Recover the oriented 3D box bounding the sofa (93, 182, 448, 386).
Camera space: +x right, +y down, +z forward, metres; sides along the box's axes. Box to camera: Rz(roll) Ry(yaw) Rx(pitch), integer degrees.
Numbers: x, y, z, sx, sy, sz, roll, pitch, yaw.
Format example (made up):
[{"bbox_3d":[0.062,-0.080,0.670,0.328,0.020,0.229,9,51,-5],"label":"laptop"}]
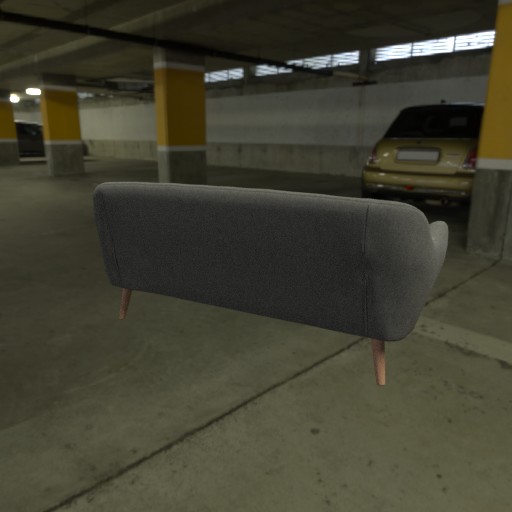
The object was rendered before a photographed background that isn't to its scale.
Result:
[{"bbox_3d":[0.000,0.000,2.375,1.840,0.820,0.820,8,17,27],"label":"sofa"}]
